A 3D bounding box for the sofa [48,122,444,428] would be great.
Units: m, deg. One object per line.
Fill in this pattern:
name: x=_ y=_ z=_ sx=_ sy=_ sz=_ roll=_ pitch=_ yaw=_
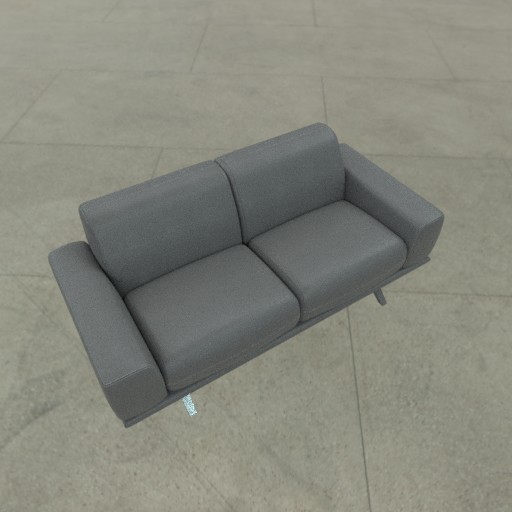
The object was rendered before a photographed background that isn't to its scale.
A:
sofa: x=0.000 y=0.000 z=2.374 sx=1.901 sy=0.772 sz=0.900 roll=-24 pitch=51 yaw=-22
